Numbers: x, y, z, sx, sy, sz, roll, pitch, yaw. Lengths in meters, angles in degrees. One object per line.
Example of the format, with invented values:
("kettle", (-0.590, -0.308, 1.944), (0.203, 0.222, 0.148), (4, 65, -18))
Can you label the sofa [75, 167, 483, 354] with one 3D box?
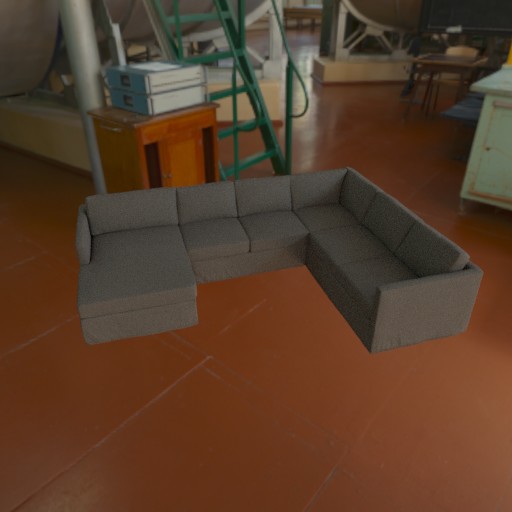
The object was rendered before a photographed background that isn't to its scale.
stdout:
("sofa", (0.000, 0.000, 4.580), (3.528, 0.878, 2.476), (-9, 33, -14))
